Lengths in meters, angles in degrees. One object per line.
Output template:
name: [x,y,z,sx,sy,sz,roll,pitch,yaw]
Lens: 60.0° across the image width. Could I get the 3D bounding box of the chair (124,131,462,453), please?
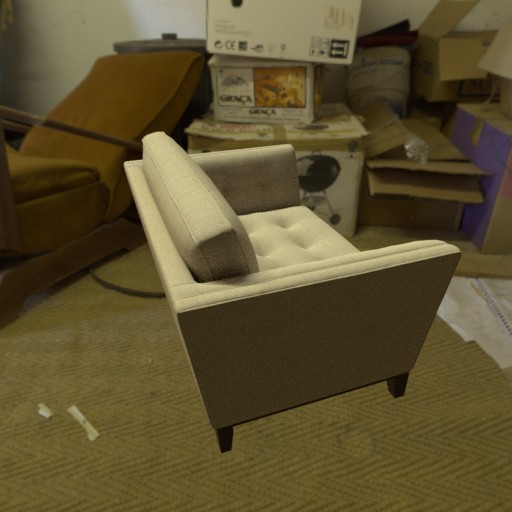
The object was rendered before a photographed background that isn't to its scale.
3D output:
chair: [0.000,0.000,2.034,0.965,0.940,1.397,-10,31,-18]
